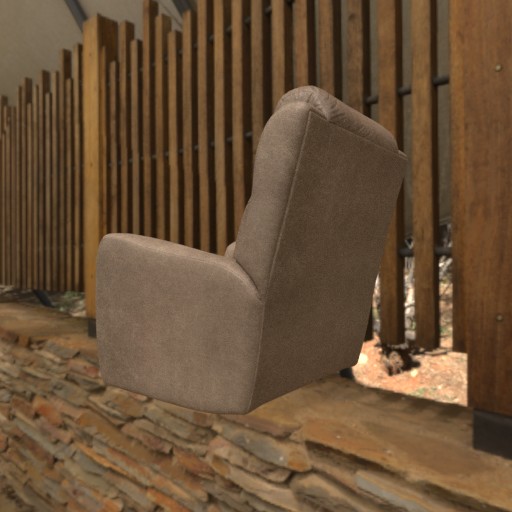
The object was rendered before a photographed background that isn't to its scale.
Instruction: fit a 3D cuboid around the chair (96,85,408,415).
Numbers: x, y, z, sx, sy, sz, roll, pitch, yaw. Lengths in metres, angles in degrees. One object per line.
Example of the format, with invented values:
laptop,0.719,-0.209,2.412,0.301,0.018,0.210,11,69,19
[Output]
chair,0.000,0.000,1.939,1.068,1.116,0.967,0,0,38
